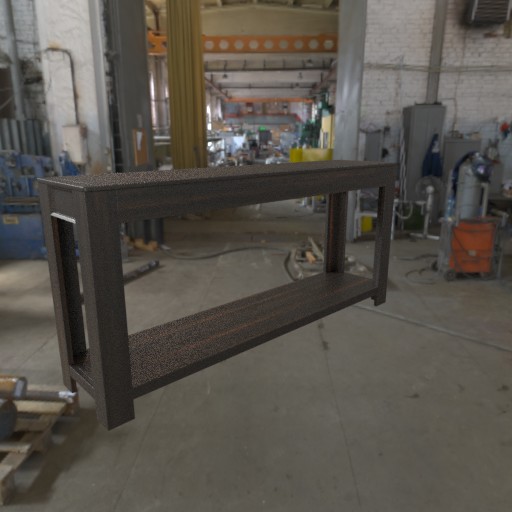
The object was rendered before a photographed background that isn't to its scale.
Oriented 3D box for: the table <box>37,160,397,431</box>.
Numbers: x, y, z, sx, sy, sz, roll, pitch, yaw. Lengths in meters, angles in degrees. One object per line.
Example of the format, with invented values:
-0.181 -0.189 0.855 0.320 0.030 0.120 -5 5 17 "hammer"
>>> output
0.000 0.000 1.962 1.631 0.762 0.384 -14 20 -41 "table"
